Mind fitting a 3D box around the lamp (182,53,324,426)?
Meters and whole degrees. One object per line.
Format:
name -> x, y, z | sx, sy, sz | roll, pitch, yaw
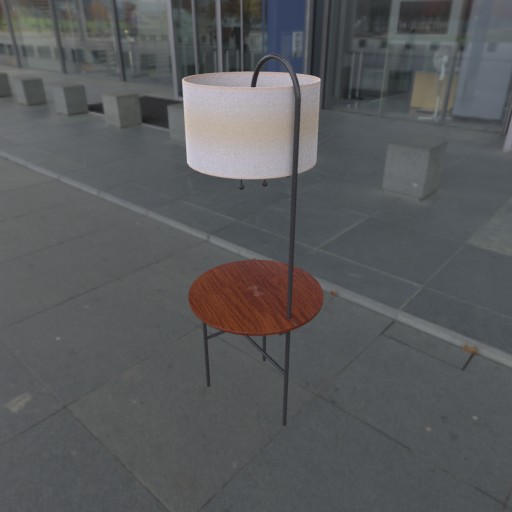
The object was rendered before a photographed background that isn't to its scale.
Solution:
lamp -> 0.000, 0.000, 1.812 | 0.573, 1.517, 0.573 | 0, 28, 0
